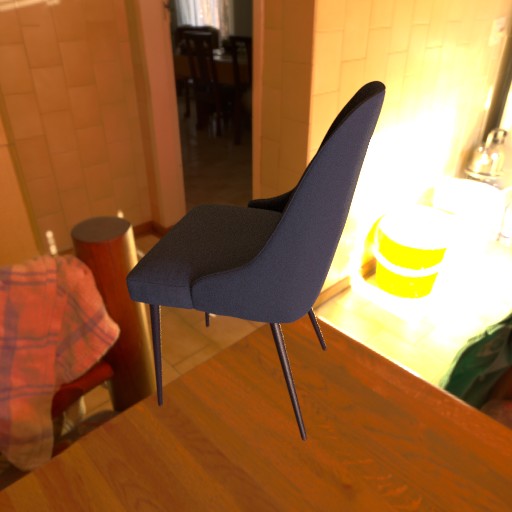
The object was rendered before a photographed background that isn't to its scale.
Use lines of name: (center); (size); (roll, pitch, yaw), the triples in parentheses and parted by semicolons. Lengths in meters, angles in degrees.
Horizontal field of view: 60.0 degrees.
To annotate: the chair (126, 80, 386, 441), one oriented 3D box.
chair: (0.000, 0.000, 1.208); (0.559, 0.896, 0.478); (8, 31, 14)
